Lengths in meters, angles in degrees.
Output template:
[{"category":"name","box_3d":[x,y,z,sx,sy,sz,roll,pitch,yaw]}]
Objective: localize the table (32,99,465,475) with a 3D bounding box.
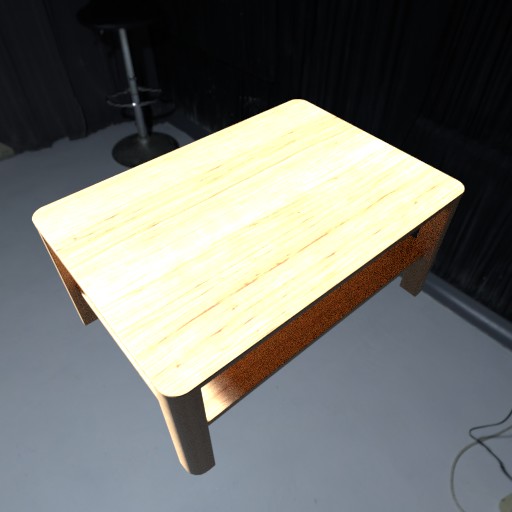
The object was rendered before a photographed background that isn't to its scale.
[{"category":"table","box_3d":[0.000,0.000,1.371,0.997,0.445,0.696,-31,54,-26]}]
